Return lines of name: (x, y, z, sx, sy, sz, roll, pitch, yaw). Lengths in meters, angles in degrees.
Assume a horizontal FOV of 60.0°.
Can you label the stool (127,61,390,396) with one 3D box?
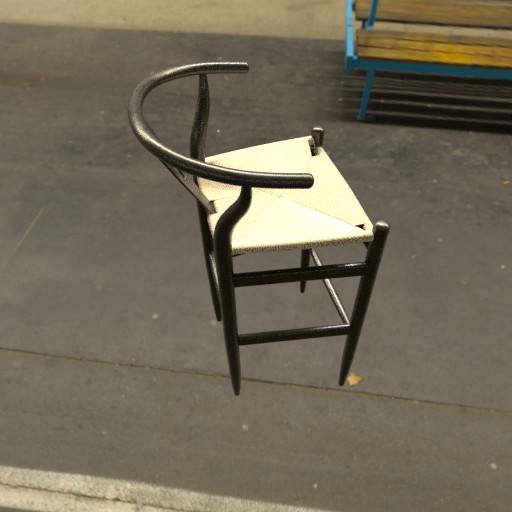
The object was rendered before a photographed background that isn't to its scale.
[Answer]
stool: (0.000, 0.000, 1.397, 0.579, 1.072, 0.569, -10, 47, -10)
